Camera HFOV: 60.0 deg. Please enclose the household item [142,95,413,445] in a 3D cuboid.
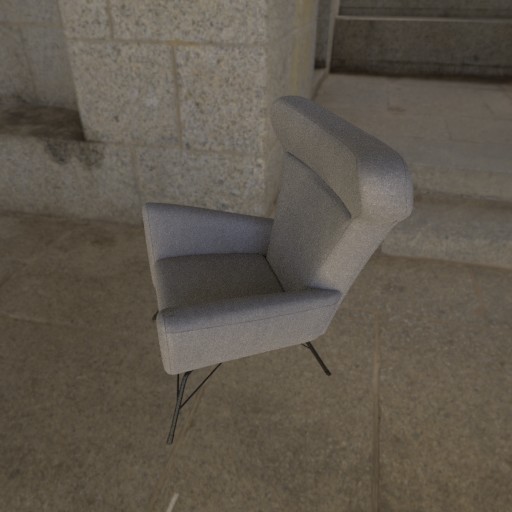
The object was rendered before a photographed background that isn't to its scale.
[{"bbox_3d":[0.000,0.000,1.785,0.900,1.050,0.980,-8,33,-13],"label":"household item"}]
